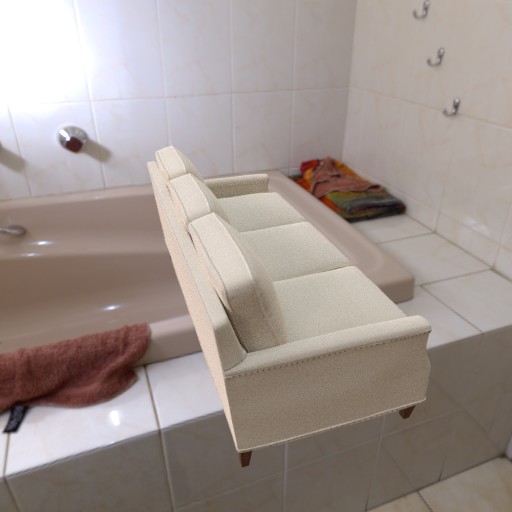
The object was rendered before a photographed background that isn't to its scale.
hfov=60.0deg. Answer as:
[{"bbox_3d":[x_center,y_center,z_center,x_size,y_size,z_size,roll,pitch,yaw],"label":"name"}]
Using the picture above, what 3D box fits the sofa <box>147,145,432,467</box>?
[{"bbox_3d":[0.000,0.000,2.843,1.084,1.003,2.246,-9,30,-16],"label":"sofa"}]
